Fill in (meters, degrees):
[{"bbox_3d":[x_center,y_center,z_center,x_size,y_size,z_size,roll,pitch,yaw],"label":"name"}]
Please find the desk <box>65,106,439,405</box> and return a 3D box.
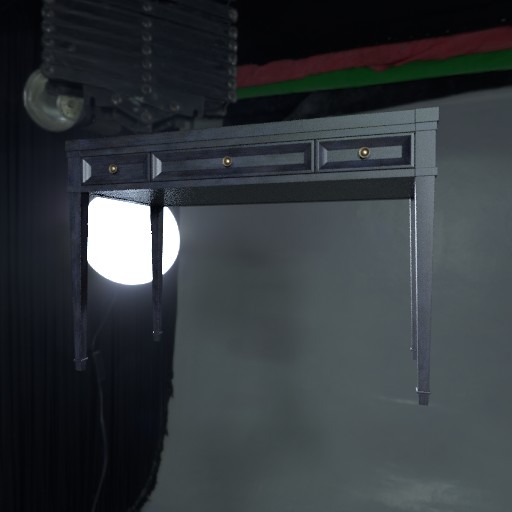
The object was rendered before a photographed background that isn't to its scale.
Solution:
[{"bbox_3d":[0.000,0.000,1.756,1.289,0.861,0.630,0,1,18],"label":"desk"}]
